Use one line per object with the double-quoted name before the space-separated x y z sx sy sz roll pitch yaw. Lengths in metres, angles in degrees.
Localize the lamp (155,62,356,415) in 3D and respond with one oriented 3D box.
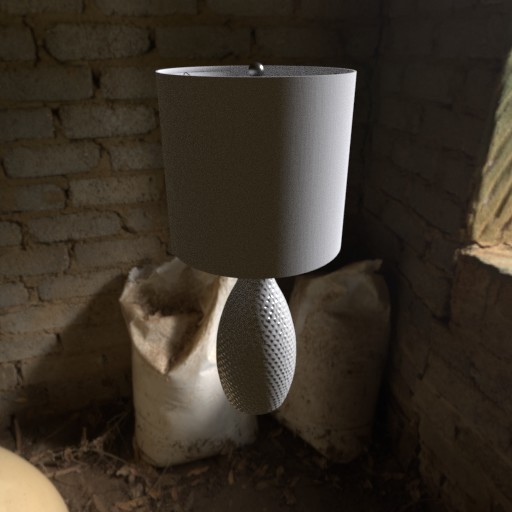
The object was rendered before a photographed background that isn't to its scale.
"lamp" 0.000 0.000 0.580 0.214 0.466 0.214 17 30 31
